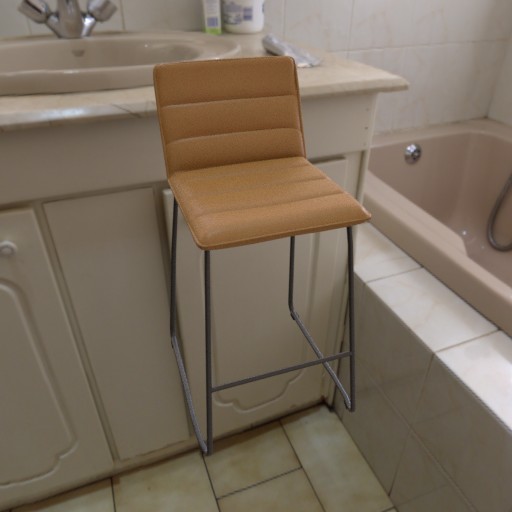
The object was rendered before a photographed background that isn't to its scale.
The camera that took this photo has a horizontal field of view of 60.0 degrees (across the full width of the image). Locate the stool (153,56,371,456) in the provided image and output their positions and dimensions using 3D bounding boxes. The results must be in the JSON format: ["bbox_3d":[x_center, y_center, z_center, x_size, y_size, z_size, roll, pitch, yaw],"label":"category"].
[{"bbox_3d":[0.000,0.000,1.222,0.489,0.936,0.524,-11,35,-16],"label":"stool"}]
